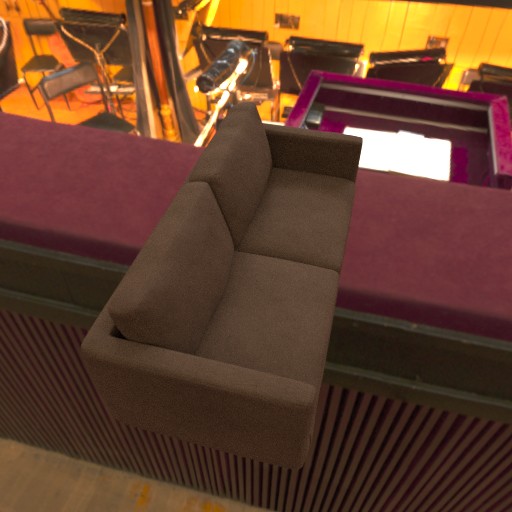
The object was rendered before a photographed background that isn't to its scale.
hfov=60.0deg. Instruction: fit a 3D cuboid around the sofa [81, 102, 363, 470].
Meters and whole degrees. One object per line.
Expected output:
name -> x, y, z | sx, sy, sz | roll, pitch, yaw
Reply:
sofa -> 0.000, 0.000, 2.437 | 0.950, 0.963, 1.884 | 11, 47, 10
